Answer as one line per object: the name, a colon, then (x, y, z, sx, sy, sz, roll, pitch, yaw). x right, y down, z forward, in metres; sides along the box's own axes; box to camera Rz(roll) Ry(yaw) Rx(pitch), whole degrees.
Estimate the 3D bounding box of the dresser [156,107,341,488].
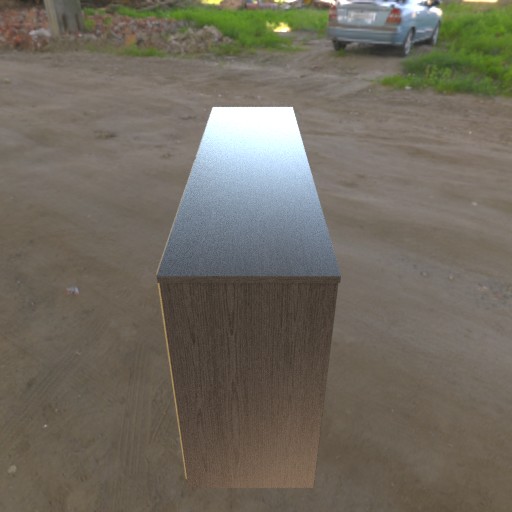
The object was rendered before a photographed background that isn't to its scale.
dresser: (0.000, 0.000, 1.650, 0.401, 0.755, 1.360, 0, 32, 0)
